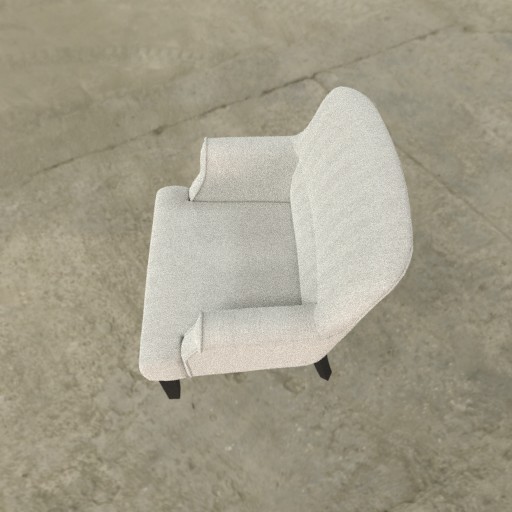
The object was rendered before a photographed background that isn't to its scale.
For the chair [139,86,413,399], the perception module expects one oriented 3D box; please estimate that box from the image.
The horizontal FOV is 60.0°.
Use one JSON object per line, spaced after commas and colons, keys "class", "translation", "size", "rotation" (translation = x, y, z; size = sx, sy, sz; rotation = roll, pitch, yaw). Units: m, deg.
{"class": "chair", "translation": [0.000, 0.000, 1.488], "size": [0.750, 0.875, 0.781], "rotation": [-2, 57, -1]}
